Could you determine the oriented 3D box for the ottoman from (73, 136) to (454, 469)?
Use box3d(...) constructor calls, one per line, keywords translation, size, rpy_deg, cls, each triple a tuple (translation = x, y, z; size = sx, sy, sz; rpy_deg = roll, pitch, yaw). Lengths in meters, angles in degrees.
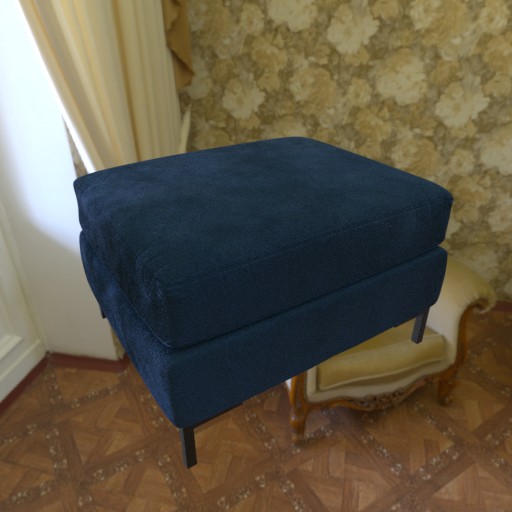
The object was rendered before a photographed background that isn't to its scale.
box3d(translation=(0.000, 0.000, 1.191), size=(0.794, 0.485, 0.655), rpy_deg=(-18, 34, -28), cls="ottoman")
